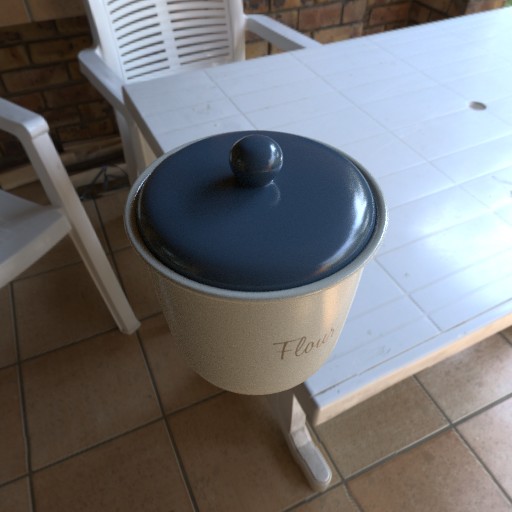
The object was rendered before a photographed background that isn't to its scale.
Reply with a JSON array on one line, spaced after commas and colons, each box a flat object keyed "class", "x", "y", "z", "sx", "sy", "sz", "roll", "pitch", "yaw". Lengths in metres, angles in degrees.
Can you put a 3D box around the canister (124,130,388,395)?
[{"class": "canister", "x": 0.000, "y": 0.000, "z": 0.352, "sx": 0.182, "sy": 0.208, "sz": 0.182, "roll": 0, "pitch": 46, "yaw": 0}]
